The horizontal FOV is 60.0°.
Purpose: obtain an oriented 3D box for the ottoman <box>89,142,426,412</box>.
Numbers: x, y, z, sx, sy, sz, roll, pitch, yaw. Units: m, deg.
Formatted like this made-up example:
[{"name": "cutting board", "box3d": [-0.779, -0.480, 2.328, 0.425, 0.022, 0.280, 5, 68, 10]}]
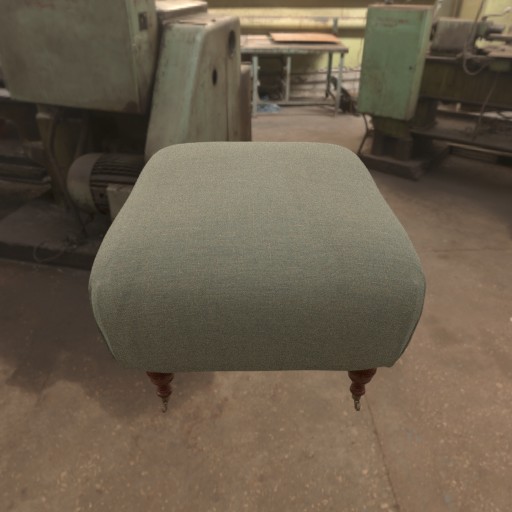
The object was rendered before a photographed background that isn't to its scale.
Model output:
[{"name": "ottoman", "box3d": [0.000, 0.000, 1.132, 0.622, 0.450, 0.747, 0, 32, 0]}]
